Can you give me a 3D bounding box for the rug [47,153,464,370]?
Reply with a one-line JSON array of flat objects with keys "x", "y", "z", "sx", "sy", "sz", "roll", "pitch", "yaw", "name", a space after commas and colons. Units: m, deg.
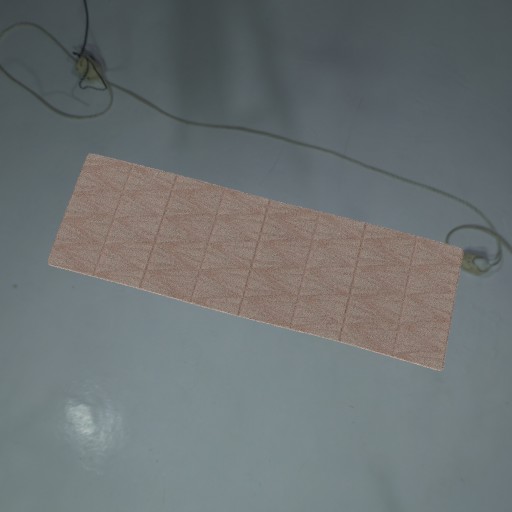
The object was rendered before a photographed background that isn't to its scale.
[{"x": 0.000, "y": 0.000, "z": 2.699, "sx": 2.435, "sy": 0.015, "sz": 0.760, "roll": 15, "pitch": 78, "yaw": 3, "name": "rug"}]
